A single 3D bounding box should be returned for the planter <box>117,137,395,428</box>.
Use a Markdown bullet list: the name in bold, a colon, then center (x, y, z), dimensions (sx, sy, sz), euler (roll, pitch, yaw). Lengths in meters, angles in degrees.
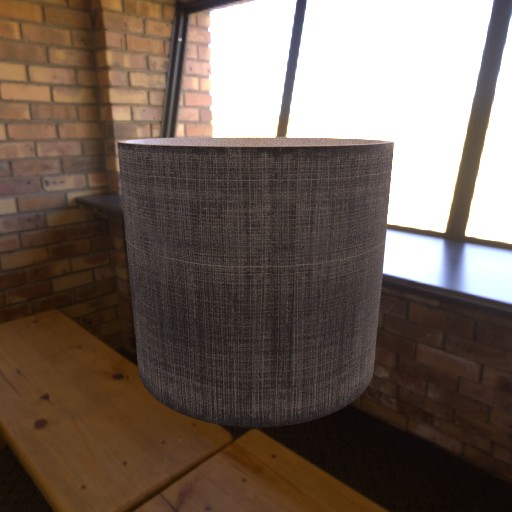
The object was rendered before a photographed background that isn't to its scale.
- **planter**: center (0.000, 0.000, 0.397), dimensions (0.221, 0.201, 0.221), euler (0, 16, 0)
